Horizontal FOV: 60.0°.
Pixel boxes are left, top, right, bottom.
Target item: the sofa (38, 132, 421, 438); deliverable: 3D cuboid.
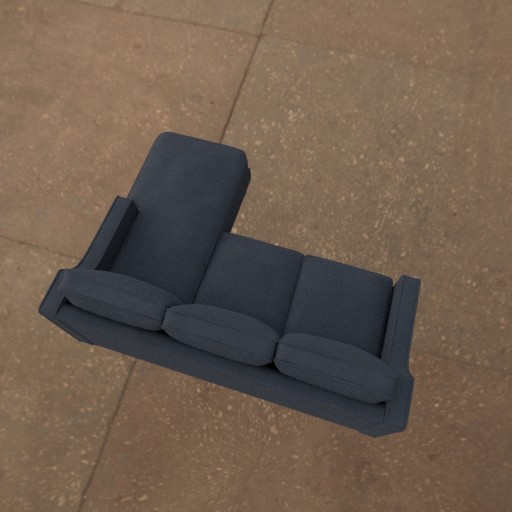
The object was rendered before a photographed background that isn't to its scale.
[{"bbox_3d":[0.000,0.000,3.281,2.317,1.066,1.858,16,65,8],"label":"sofa"}]
